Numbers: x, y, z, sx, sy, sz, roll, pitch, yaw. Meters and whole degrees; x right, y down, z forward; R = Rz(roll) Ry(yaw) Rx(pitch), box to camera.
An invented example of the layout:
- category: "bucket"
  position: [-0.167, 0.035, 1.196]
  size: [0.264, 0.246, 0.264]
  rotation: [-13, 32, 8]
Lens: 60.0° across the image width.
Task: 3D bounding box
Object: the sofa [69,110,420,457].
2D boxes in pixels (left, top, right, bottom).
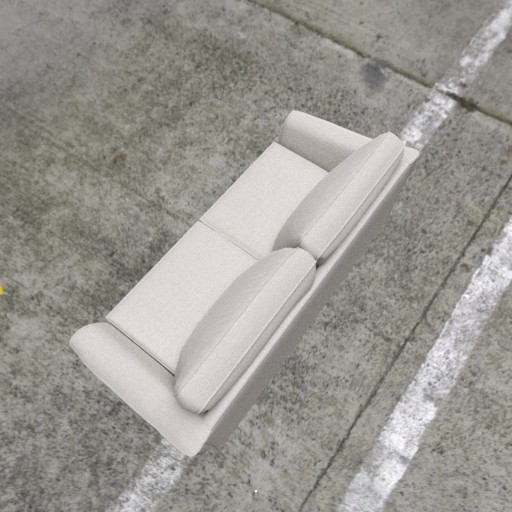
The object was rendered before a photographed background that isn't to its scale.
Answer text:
- category: "sofa"
  position: [0.000, 0.000, 2.798]
  size: [0.980, 0.965, 2.270]
  rotation: [34, 67, 16]
